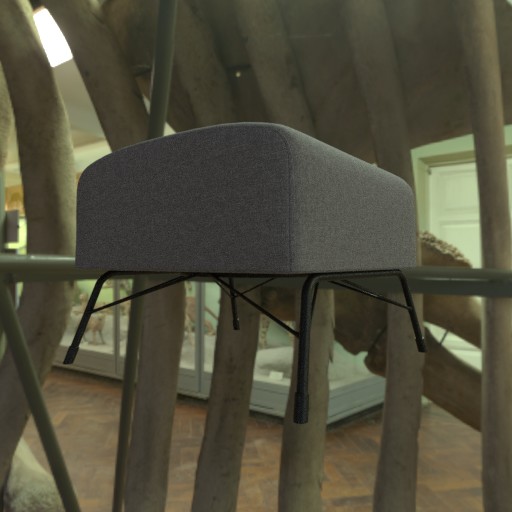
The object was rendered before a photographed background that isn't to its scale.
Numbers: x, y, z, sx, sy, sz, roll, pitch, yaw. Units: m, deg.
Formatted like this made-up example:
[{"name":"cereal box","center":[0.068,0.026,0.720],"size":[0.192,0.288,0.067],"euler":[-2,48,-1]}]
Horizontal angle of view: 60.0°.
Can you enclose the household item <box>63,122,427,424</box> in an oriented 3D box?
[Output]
[{"name":"household item","center":[0.000,0.000,0.899],"size":[0.530,0.410,0.530],"euler":[0,-1,36]}]
